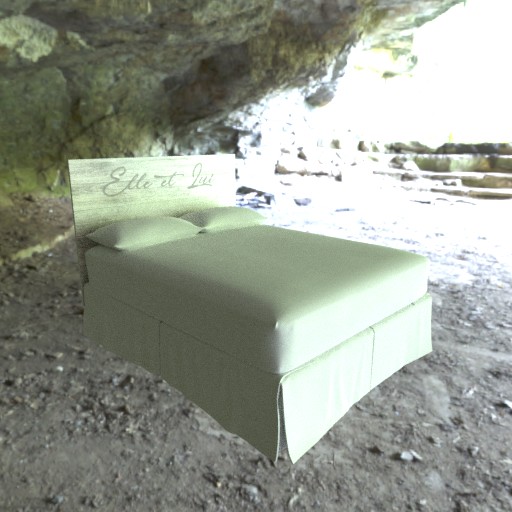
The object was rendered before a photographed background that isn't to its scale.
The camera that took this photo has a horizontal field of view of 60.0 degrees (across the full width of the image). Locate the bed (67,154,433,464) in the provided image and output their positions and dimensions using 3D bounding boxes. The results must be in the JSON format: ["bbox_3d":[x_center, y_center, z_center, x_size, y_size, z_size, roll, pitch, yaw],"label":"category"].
[{"bbox_3d":[0.000,0.000,3.175,2.094,1.335,1.745,14,21,43],"label":"bed"}]
